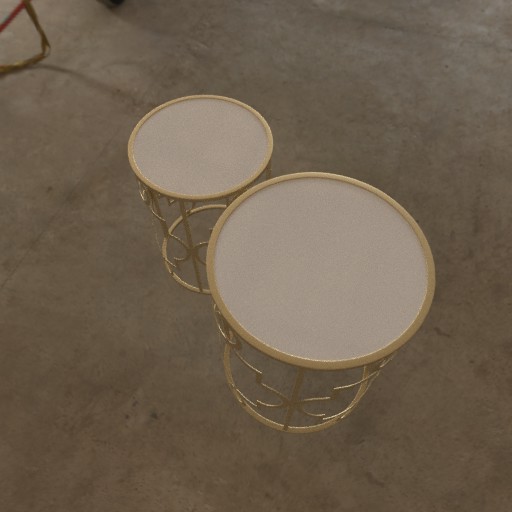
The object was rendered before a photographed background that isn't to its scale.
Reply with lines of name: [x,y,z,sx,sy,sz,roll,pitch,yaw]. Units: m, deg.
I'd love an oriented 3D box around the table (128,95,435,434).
table: [0.000,0.000,1.154,0.420,0.564,0.846,-30,63,-17]
